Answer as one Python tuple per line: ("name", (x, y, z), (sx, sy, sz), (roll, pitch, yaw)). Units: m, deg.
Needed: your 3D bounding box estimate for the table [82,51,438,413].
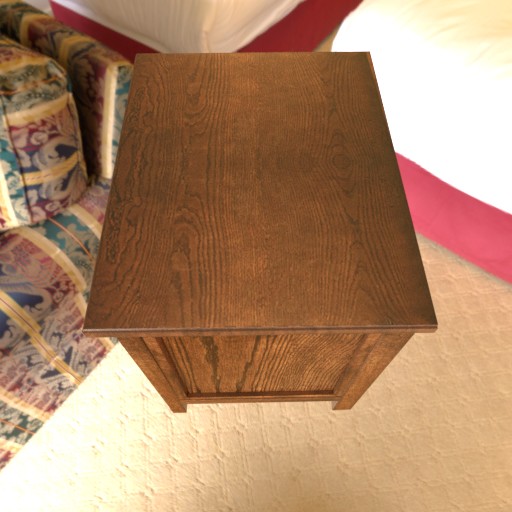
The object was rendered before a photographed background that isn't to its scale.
("table", (0.000, 0.000, 0.976), (0.461, 0.597, 0.586), (-1, 59, -1))
